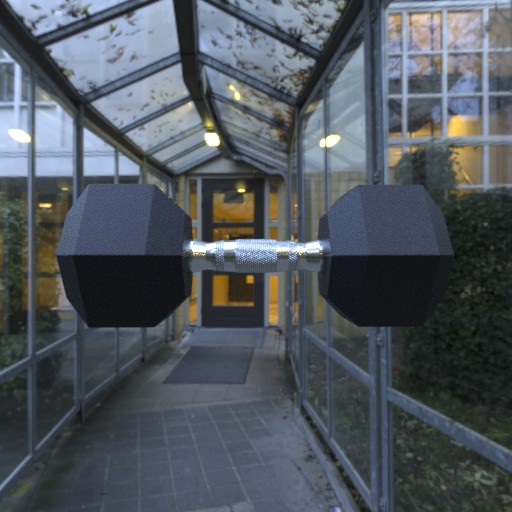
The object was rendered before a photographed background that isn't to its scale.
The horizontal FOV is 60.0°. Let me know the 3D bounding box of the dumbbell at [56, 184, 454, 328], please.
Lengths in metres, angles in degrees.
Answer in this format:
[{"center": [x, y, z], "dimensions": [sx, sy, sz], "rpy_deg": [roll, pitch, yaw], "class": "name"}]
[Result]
[{"center": [0.000, 0.000, 0.417], "dimensions": [0.337, 0.123, 0.142], "rpy_deg": [0, 0, -1], "class": "dumbbell"}]
